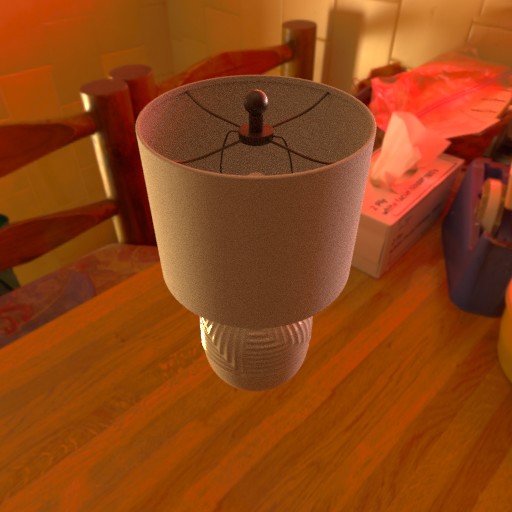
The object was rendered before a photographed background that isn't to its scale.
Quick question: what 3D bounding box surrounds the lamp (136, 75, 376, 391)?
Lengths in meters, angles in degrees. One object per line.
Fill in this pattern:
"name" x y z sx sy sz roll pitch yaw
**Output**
"lamp" 0.000 0.000 0.759 0.318 0.567 0.318 0 41 0
